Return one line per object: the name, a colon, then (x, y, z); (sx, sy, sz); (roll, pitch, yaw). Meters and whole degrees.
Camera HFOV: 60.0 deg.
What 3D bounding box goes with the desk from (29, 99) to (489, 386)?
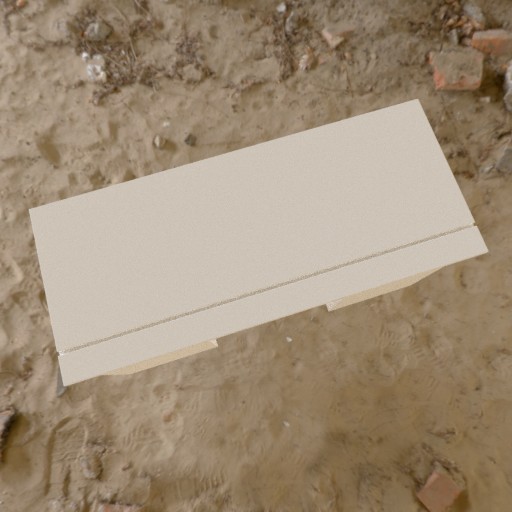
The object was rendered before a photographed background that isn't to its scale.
desk: (0.000, 0.000, 2.014); (1.580, 0.760, 0.670); (-17, 76, -4)
